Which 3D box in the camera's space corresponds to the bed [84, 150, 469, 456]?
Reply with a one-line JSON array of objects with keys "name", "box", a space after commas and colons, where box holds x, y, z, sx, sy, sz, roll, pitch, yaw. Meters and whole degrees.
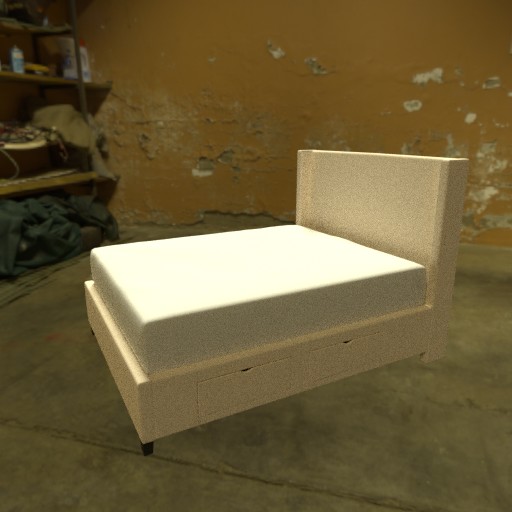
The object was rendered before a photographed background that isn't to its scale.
[{"name": "bed", "box": [0.000, 0.000, 3.356, 2.280, 1.471, 1.765, -8, 18, -27]}]
